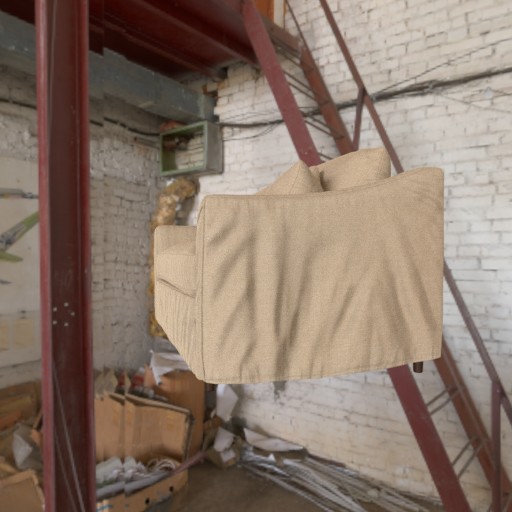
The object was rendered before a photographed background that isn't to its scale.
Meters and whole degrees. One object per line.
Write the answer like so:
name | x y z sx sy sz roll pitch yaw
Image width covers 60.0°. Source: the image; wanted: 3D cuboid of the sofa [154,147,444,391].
sofa | 0.000 0.000 2.650 1.072 1.018 2.010 0 0 -18
